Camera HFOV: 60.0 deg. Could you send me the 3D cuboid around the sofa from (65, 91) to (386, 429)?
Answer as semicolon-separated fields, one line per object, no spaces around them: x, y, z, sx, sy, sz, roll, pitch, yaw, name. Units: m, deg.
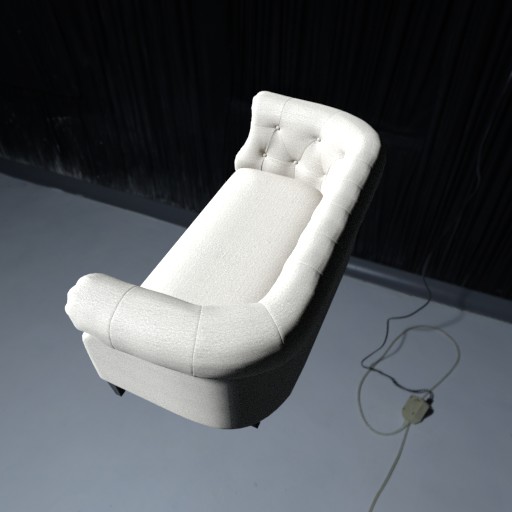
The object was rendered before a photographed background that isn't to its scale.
0.000;0.000;2.015;0.835;0.827;1.558;18;49;17;sofa
